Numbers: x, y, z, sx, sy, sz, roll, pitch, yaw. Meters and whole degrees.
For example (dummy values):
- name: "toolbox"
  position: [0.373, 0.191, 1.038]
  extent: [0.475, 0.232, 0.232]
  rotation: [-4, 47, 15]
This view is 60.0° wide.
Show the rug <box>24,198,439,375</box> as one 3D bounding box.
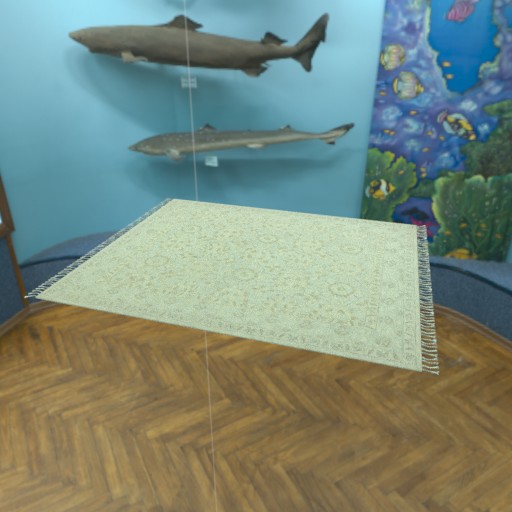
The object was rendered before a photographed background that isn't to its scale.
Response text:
- name: "rug"
  position: [0.000, 0.000, 4.079]
  extent: [3.043, 0.013, 2.444]
  rotation: [8, 28, 15]
